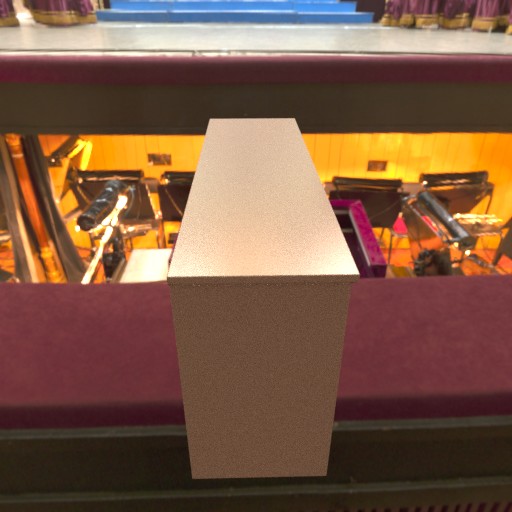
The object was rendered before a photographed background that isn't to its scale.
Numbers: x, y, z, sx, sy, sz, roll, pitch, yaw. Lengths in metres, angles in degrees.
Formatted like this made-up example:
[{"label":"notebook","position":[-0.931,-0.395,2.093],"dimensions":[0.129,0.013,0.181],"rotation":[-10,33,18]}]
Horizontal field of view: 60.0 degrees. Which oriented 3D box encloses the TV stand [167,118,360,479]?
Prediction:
[{"label":"TV stand","position":[0.000,0.000,1.440],"dimensions":[0.344,0.603,1.167],"rotation":[-1,30,-1]}]
